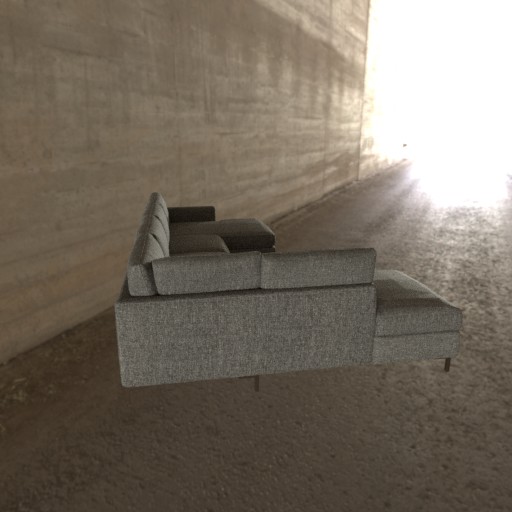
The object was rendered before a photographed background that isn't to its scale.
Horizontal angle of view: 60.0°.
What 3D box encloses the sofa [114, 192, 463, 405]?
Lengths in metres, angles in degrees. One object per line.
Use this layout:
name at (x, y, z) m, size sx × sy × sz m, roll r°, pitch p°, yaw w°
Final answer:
sofa at (0.000, 0.000, 3.579) m, size 1.879 × 0.756 × 2.737 m, roll -3°, pitch 16°, yaw -10°
